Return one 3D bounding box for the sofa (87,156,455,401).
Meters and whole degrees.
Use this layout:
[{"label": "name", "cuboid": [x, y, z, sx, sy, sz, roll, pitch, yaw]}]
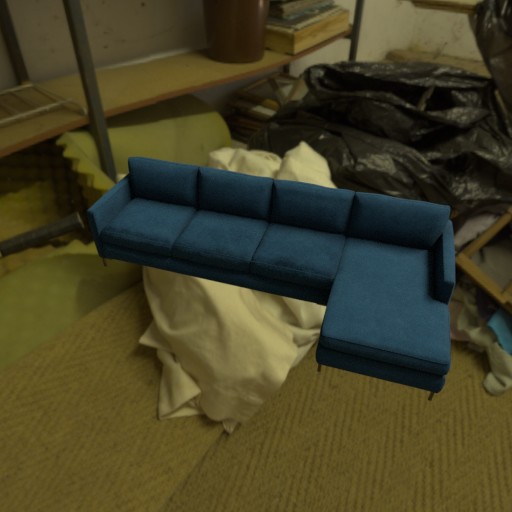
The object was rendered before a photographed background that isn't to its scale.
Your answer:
[{"label": "sofa", "cuboid": [0.000, 0.000, 3.509, 2.932, 0.810, 1.350, 11, 41, 14]}]
